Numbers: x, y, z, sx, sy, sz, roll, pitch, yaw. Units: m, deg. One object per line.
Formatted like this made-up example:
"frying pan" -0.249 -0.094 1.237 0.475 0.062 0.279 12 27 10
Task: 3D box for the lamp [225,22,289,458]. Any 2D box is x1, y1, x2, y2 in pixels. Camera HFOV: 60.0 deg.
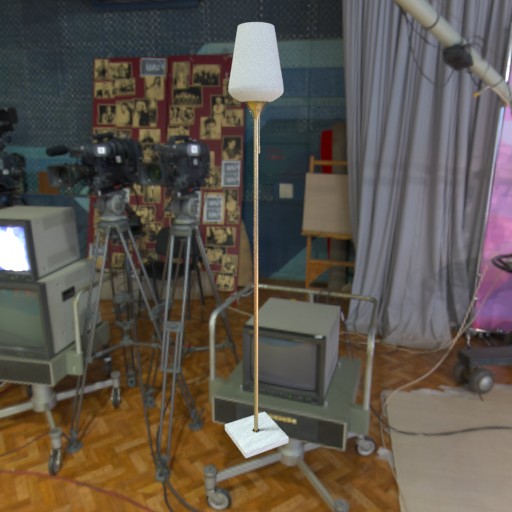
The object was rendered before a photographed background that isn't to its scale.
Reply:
"lamp" 0.000 0.000 1.926 0.229 1.813 0.232 -8 17 -27
